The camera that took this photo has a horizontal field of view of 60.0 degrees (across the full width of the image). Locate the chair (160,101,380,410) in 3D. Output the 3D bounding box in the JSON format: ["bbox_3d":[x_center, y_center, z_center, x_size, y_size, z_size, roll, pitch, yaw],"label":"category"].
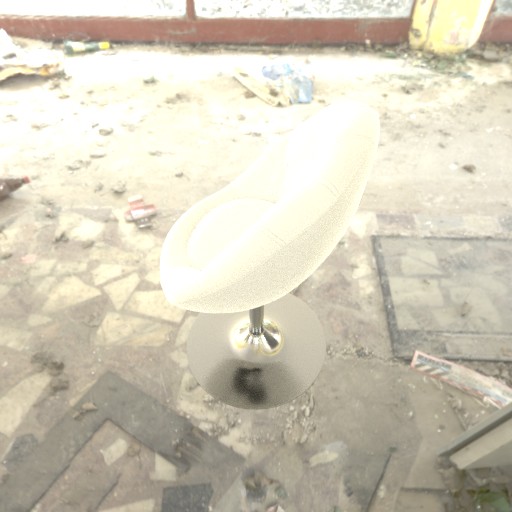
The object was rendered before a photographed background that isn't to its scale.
[{"bbox_3d":[0.000,0.000,1.774,0.736,1.261,0.940,16,49,15],"label":"chair"}]
